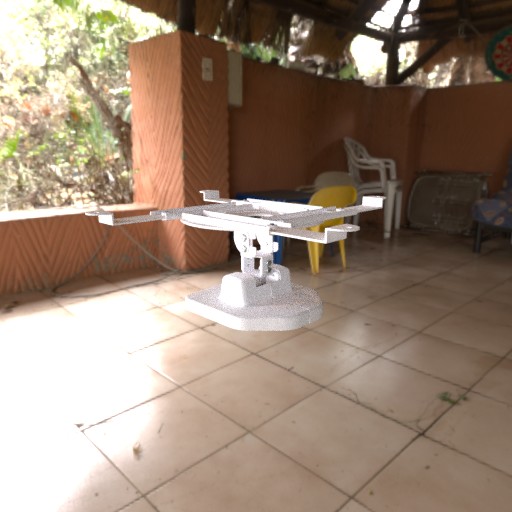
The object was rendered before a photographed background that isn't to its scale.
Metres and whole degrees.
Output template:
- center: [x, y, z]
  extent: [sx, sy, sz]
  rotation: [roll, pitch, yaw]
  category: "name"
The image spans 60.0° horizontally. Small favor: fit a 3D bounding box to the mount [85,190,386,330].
- center: [0.000, 0.000, 0.597]
  extent: [0.394, 0.141, 0.394]
  rotation: [13, 19, 43]
  category: "mount"
